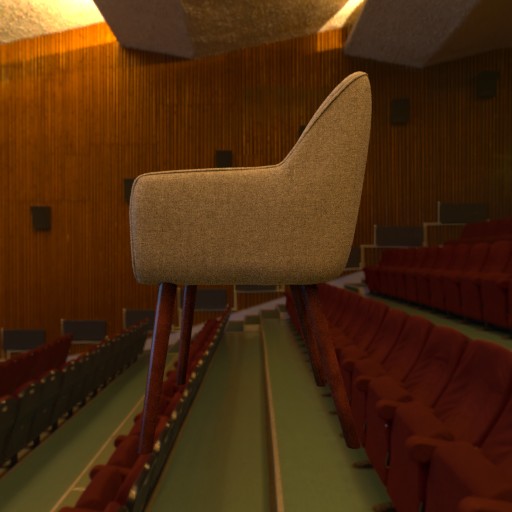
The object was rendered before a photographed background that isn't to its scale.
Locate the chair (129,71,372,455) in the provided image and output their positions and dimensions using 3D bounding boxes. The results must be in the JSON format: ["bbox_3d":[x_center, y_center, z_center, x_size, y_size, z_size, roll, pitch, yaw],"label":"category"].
[{"bbox_3d":[0.000,0.000,1.148,0.519,0.803,0.543,0,1,-1],"label":"chair"}]
